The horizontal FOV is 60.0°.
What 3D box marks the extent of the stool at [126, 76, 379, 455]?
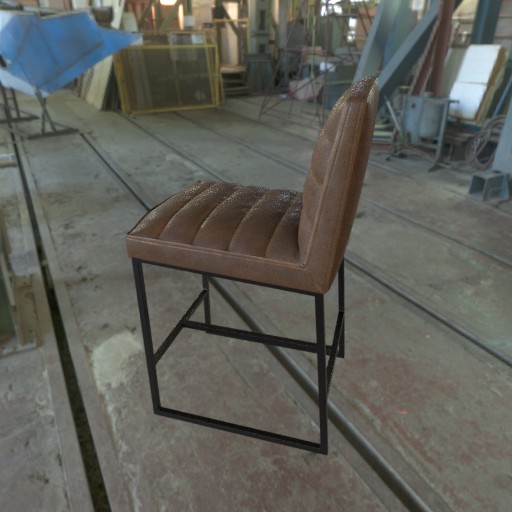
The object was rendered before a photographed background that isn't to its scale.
[{"bbox_3d":[0.000,0.000,1.256,0.562,0.942,0.463,8,28,14],"label":"stool"}]
